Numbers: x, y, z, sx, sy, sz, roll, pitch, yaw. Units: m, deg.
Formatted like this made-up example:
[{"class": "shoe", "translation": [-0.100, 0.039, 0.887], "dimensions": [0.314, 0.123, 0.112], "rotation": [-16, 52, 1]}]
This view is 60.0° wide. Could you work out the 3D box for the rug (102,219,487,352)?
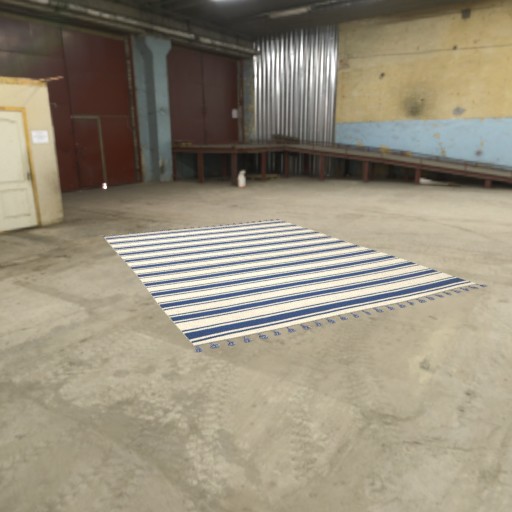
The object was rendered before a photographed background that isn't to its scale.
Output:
[{"class": "rug", "translation": [0.000, 0.000, 4.449], "dimensions": [2.471, 0.016, 3.416], "rotation": [-8, 17, -26]}]
